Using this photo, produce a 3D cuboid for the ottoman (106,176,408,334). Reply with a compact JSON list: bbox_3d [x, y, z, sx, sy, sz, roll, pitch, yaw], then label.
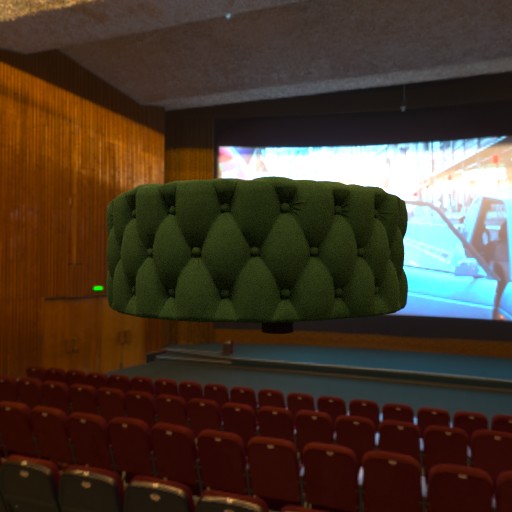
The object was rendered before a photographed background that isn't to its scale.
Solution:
[{"bbox_3d":[0.000,0.000,1.538,0.998,0.399,0.998,0,-1,0],"label":"ottoman"}]
